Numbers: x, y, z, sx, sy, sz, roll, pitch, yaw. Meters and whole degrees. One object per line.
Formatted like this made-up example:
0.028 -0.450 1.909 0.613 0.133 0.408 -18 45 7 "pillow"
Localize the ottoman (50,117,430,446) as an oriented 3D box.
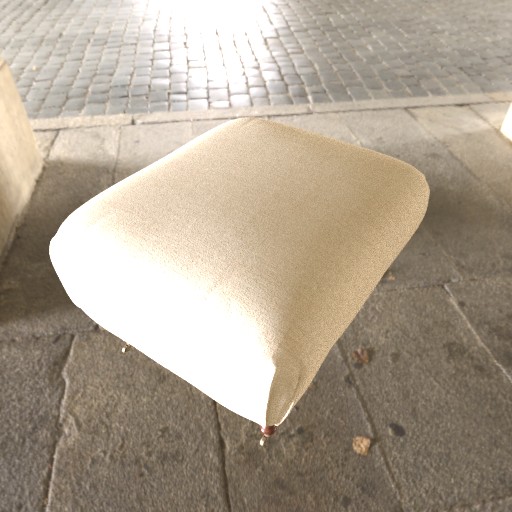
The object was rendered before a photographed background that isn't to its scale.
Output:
0.000 0.000 1.110 0.622 0.450 0.747 25 47 25 "ottoman"
